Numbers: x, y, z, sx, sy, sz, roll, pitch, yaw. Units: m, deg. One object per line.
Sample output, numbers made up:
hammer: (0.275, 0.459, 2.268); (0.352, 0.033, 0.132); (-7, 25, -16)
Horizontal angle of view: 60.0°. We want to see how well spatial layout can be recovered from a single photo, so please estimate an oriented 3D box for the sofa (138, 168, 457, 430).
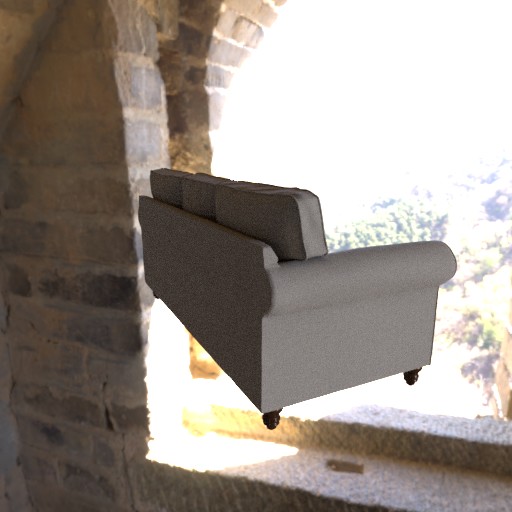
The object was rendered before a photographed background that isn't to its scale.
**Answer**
sofa: (0.000, 0.000, 2.602); (0.916, 0.961, 2.084); (-7, 15, -26)
